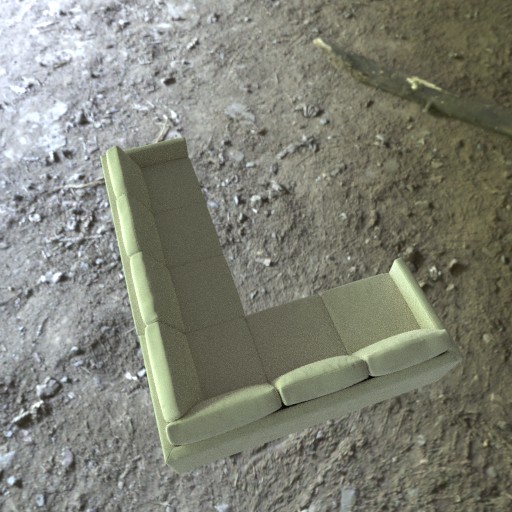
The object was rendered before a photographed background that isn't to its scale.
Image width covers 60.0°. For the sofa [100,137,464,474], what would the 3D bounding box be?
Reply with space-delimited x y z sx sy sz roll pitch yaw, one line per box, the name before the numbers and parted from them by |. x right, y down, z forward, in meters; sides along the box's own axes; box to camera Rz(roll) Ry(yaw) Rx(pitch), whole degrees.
sofa | 0.000 0.000 4.306 2.432 0.863 3.182 -16 59 -10
